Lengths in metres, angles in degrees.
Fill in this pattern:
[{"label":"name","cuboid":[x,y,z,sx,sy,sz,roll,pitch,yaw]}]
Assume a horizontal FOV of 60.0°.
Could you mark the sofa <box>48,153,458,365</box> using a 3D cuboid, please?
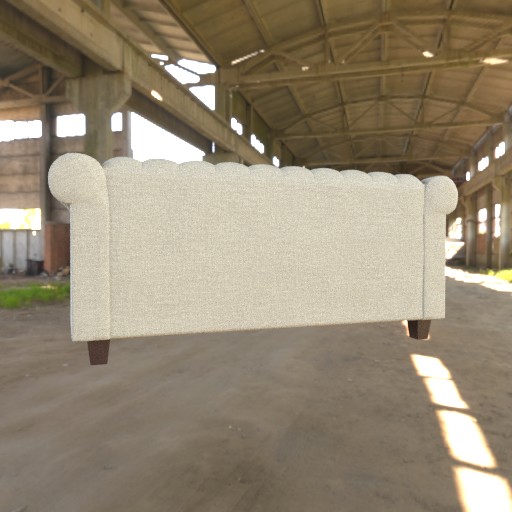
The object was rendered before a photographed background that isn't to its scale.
[{"label":"sofa","cuboid":[0.000,0.000,2.211,1.798,0.797,0.783,0,1,-18]}]
